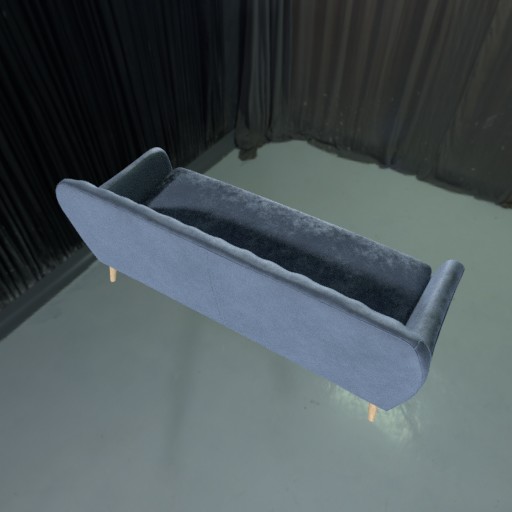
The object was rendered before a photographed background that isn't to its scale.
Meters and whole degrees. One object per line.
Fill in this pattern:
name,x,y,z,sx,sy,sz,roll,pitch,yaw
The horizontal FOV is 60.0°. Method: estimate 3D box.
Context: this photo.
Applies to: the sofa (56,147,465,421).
sofa,0.000,0.000,2.405,1.975,0.832,0.841,24,52,20
